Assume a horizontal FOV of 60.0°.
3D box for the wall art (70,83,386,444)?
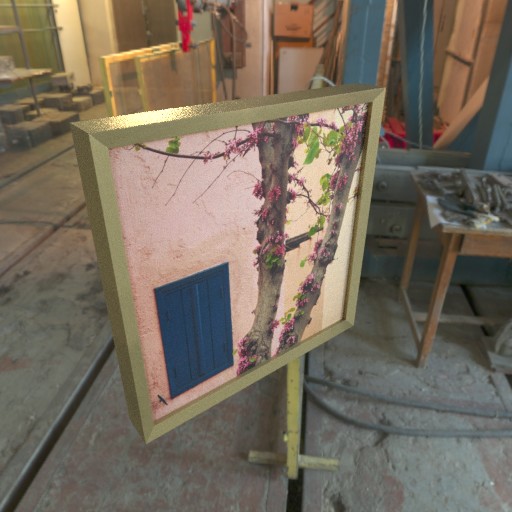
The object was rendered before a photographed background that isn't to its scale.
[{"bbox_3d":[0.000,0.000,0.457,0.304,0.305,0.038,-21,36,-32],"label":"wall art"}]
